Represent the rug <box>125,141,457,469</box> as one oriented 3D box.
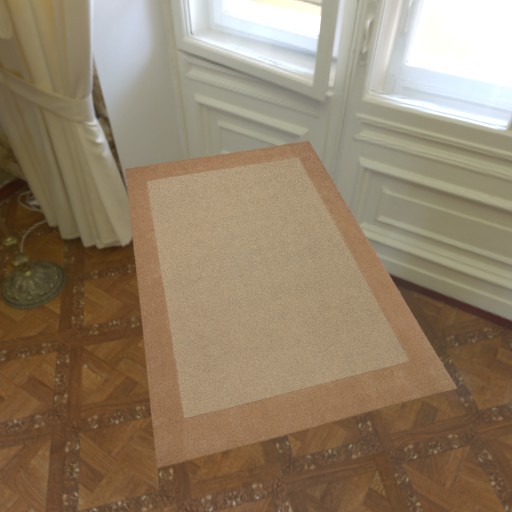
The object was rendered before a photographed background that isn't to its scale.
[{"bbox_3d":[0.000,0.000,2.298,1.219,0.014,1.829,-11,49,-10],"label":"rug"}]
